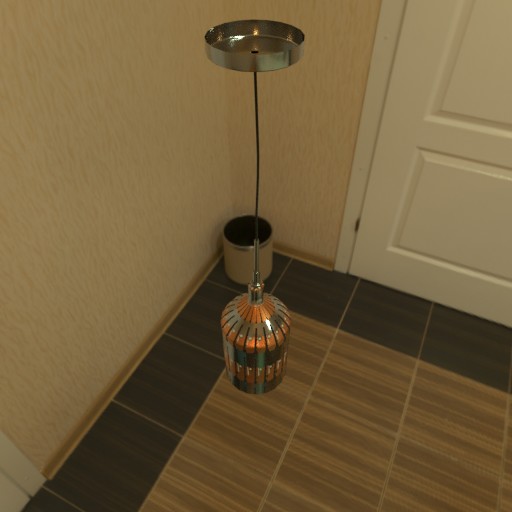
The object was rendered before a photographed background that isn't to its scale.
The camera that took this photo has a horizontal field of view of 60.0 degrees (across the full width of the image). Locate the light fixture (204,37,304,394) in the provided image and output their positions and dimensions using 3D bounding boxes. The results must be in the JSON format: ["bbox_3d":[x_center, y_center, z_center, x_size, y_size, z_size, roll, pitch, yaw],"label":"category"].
[{"bbox_3d":[0.000,0.000,1.638,0.303,1.535,0.303,0,45,0],"label":"light fixture"}]
